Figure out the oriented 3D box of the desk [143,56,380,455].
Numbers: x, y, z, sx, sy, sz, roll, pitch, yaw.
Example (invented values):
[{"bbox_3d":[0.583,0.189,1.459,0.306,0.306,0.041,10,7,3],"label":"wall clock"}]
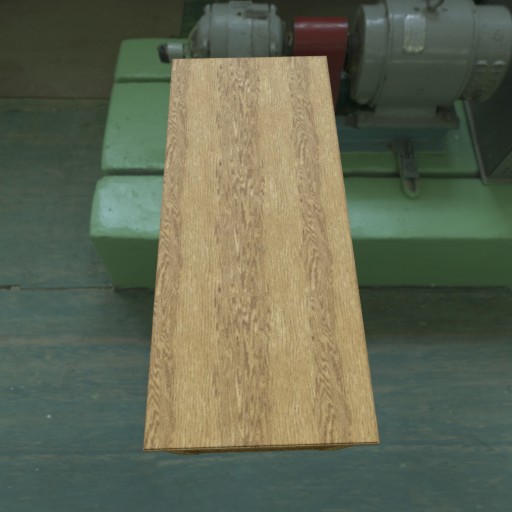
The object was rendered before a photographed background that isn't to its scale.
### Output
[{"bbox_3d":[0.000,0.000,1.933,0.685,0.751,1.567,-1,64,-1],"label":"desk"}]
